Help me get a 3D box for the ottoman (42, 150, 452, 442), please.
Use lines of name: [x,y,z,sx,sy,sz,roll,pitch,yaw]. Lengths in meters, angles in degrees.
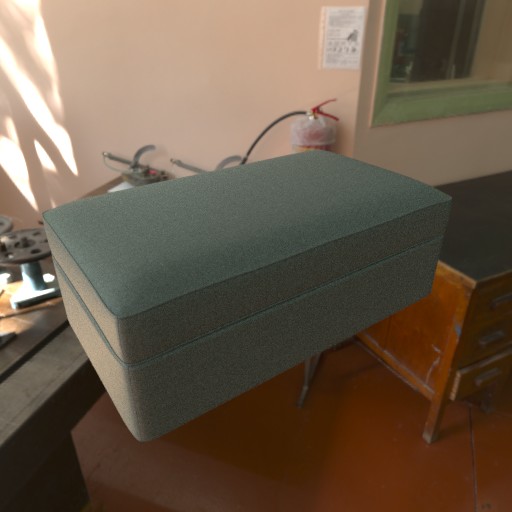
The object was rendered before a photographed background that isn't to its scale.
ottoman: [0.000,0.000,1.513,1.173,0.494,0.681,-19,34,-30]
